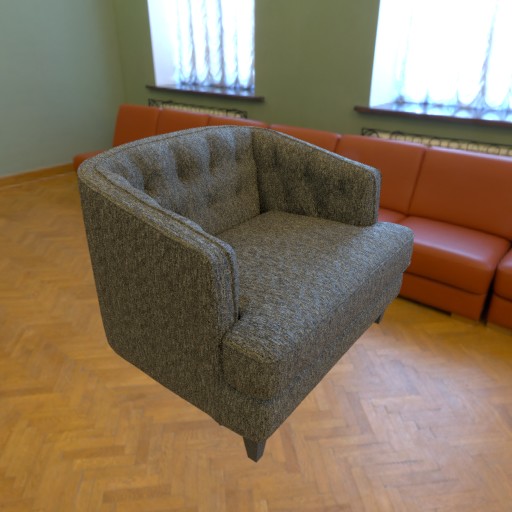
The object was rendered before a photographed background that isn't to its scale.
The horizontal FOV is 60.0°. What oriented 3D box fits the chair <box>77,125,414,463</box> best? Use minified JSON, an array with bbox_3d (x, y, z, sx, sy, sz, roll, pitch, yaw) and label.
[{"bbox_3d":[0.000,0.000,1.754,0.941,0.852,1.104,19,32,33],"label":"chair"}]
